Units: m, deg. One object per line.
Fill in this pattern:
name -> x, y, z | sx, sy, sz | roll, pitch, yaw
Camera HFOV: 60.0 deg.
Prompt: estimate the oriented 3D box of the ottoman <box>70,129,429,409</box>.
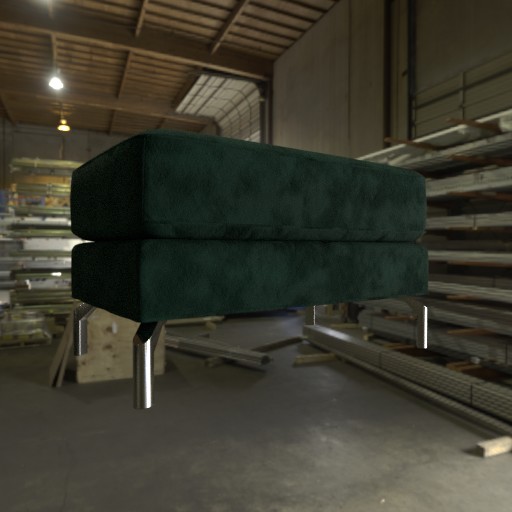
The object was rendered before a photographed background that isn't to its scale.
ottoman -> 0.000, 0.000, 1.241 | 0.886, 0.533, 0.536 | -1, 1, -35
